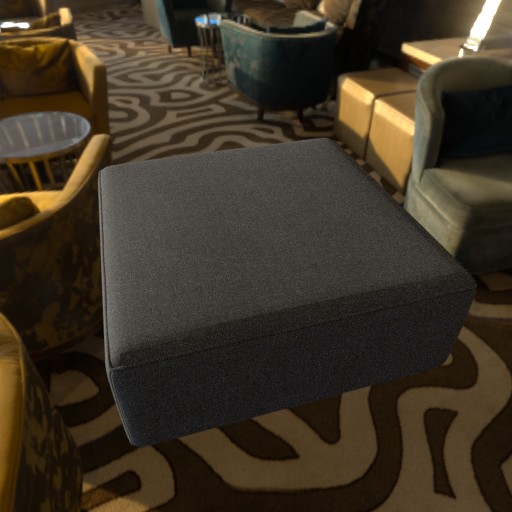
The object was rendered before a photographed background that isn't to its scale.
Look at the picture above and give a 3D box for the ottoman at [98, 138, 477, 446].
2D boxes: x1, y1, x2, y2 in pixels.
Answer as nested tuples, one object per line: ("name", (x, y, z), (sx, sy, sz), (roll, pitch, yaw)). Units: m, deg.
("ottoman", (0.000, 0.000, 1.547), (1.000, 0.439, 1.000), (-11, 40, -13))
